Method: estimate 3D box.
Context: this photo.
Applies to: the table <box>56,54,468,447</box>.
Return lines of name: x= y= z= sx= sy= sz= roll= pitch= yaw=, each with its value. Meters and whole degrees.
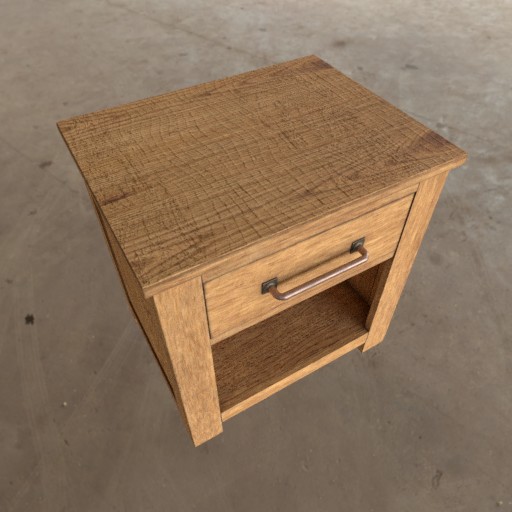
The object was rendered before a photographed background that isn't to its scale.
table: x=0.000 y=0.000 z=1.033 sx=0.601 sy=0.625 sz=0.494 roll=-23 pitch=51 yaw=-20
